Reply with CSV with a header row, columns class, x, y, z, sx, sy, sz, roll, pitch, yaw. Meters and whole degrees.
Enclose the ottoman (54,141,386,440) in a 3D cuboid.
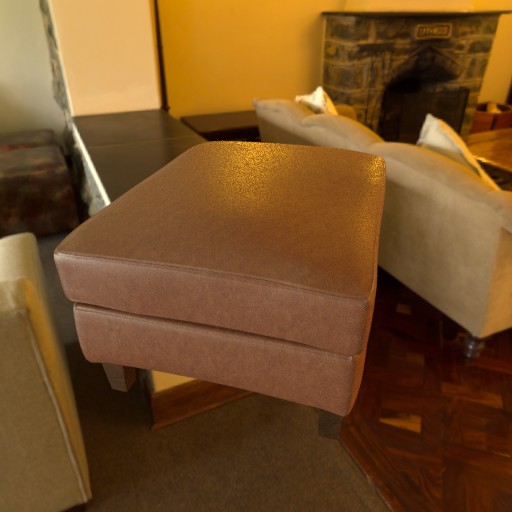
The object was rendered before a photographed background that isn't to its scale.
class,x,y,z,sx,sy,sz,roll,pitch,yaw
ottoman,0.000,0.000,1.248,0.650,0.485,0.851,8,31,14
